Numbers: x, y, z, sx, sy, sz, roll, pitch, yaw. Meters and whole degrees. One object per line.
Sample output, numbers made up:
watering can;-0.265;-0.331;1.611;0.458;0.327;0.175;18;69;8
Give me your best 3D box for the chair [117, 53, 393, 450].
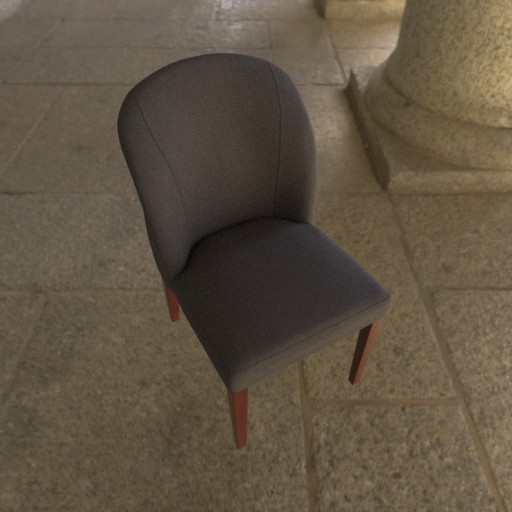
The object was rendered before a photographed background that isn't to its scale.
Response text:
chair;0.000;0.000;1.228;0.506;0.879;0.619;-22;49;-20
